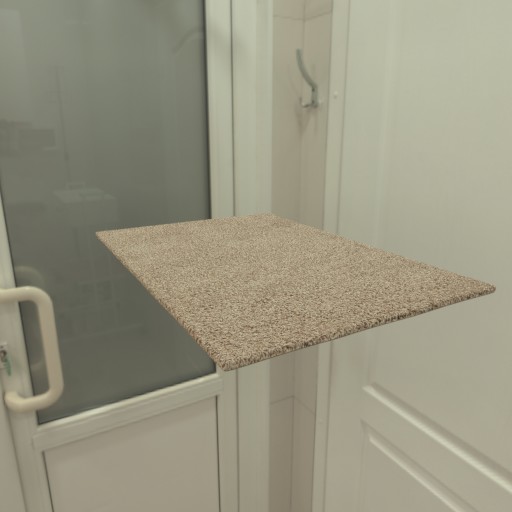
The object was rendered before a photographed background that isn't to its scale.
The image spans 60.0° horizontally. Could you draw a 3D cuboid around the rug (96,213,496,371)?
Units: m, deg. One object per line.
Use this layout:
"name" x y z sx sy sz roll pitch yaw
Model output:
"rug" 0.000 0.000 2.229 1.219 0.030 1.778 -9 19 -28
